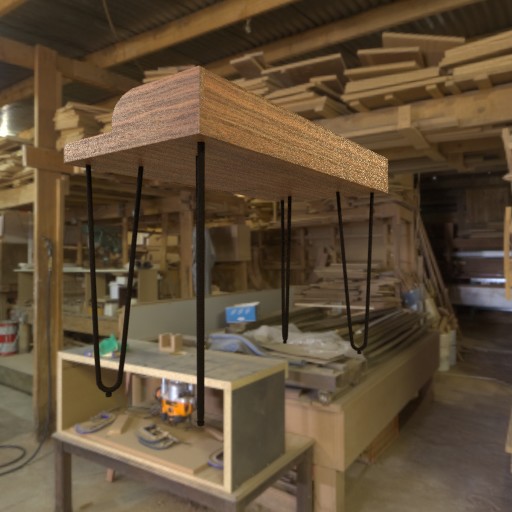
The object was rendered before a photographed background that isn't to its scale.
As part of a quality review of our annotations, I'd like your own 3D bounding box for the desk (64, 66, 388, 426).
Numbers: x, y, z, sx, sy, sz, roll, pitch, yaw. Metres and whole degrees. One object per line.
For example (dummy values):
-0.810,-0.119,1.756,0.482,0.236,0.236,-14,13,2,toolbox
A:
0.000,0.000,1.637,0.565,0.854,1.200,0,0,36,desk
